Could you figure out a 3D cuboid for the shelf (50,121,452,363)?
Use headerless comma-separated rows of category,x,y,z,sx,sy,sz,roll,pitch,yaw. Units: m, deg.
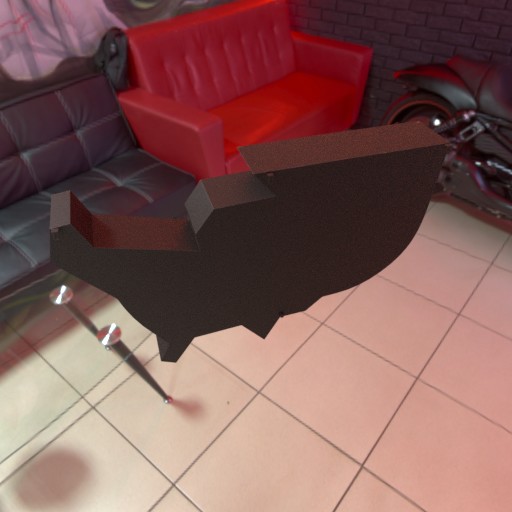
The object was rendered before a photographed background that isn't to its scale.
shelf,0.000,0.000,0.912,0.729,0.439,0.112,-12,42,-14
